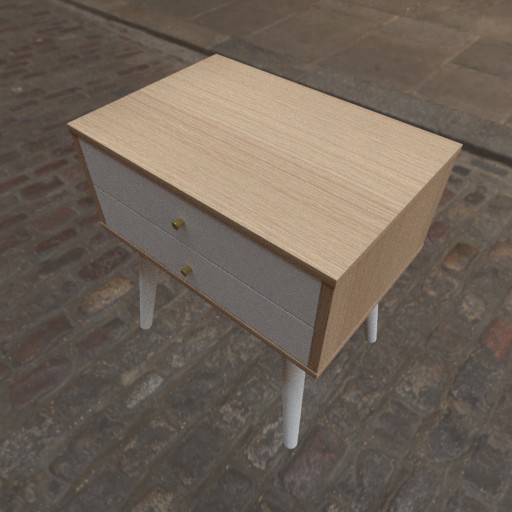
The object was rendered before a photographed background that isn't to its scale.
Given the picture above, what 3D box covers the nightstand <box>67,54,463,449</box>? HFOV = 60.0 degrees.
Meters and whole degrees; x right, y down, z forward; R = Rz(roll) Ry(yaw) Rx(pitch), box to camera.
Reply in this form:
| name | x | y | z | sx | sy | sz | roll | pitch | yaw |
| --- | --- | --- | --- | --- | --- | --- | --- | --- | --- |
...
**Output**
| name | x | y | z | sx | sy | sz | roll | pitch | yaw |
| --- | --- | --- | --- | --- | --- | --- | --- | --- | --- |
| nightstand | 0.000 | 0.000 | 0.989 | 0.571 | 0.610 | 0.407 | 31 | 54 | 26 |
